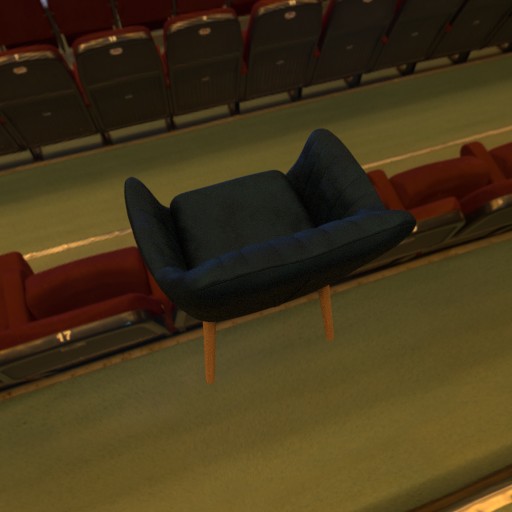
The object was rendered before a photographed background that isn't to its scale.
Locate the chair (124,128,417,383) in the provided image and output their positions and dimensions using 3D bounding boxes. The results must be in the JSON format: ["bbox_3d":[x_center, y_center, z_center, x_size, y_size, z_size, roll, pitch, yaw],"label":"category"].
[{"bbox_3d":[0.000,0.000,1.220,0.578,0.826,0.573,-17,59,-11],"label":"chair"}]
